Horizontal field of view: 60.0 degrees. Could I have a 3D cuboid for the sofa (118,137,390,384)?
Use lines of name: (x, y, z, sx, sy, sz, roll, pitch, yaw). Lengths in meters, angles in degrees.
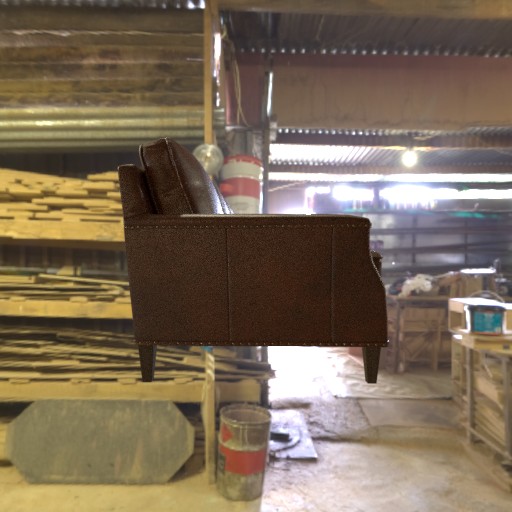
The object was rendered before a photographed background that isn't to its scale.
sofa: (0.000, 0.000, 2.813, 1.084, 1.003, 2.240, 0, 0, 1)
